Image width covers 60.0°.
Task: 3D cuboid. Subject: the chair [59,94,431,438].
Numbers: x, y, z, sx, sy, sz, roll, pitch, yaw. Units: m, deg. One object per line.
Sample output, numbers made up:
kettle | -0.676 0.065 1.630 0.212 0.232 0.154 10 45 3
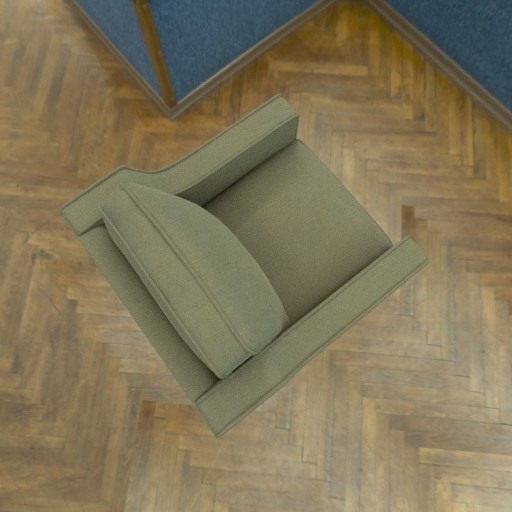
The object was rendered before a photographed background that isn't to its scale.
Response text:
chair | 0.000 0.000 1.673 0.909 0.960 0.831 -37 78 -9
